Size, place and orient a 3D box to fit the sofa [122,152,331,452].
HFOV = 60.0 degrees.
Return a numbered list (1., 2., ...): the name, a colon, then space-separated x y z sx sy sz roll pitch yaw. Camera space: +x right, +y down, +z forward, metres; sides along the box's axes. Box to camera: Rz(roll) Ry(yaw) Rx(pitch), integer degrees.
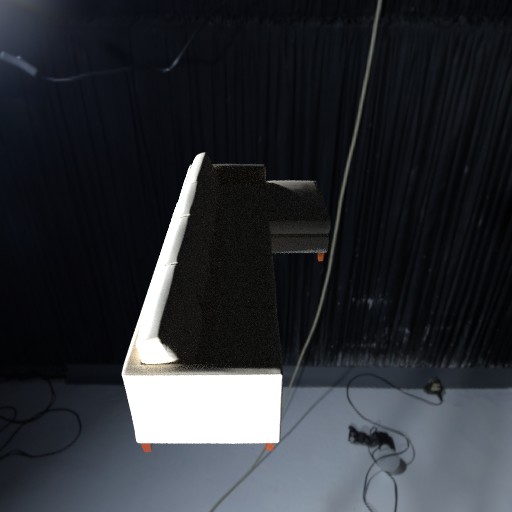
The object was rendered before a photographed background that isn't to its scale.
1. sofa: 0.000 0.000 4.118 1.603 0.954 3.471 0 31 -1
